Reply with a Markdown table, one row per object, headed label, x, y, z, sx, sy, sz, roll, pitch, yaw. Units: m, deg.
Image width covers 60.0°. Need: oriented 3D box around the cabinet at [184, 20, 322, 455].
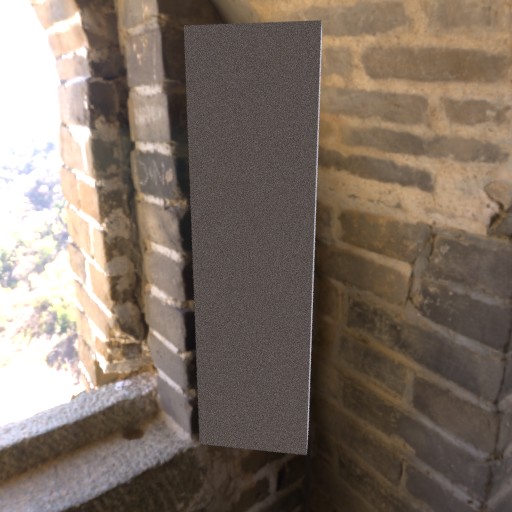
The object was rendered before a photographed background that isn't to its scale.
| label | x | y | z | sx | sy | sz | roll | pitch | yaw |
| --- | --- | --- | --- | --- | --- | --- | --- | --- | --- |
| cabinet | 0.000 | 0.000 | 1.930 | 0.500 | 1.790 | 0.230 | 2 | 15 | 8 |
